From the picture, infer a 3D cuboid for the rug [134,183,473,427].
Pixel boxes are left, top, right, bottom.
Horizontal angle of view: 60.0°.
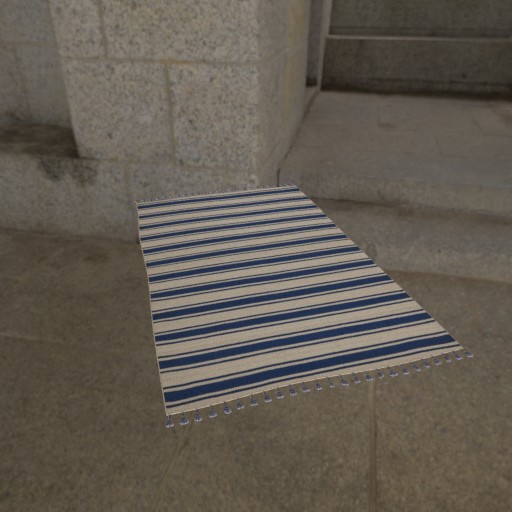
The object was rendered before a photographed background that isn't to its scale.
[{"bbox_3d":[0.000,0.000,2.529,1.248,0.009,2.108,-8,31,-14],"label":"rug"}]
